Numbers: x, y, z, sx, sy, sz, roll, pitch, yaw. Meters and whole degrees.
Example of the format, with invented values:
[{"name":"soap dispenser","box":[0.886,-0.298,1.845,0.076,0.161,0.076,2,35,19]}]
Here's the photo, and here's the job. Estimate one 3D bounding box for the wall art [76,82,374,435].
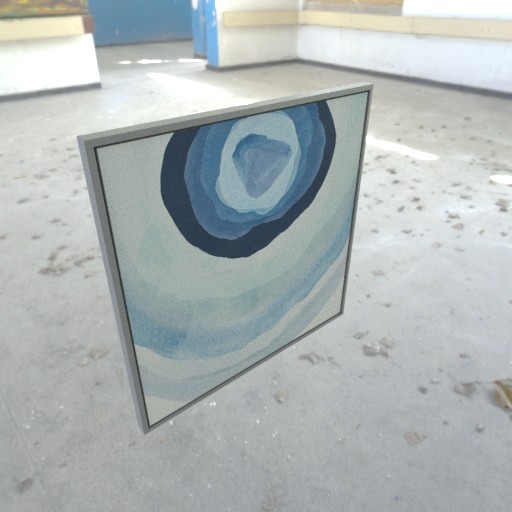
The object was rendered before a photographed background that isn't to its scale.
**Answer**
[{"name":"wall art","box":[0.000,0.000,1.218,0.809,0.807,0.038,-23,39,-33]}]
